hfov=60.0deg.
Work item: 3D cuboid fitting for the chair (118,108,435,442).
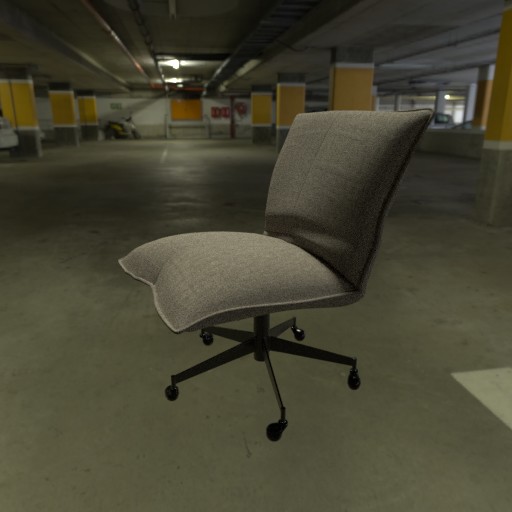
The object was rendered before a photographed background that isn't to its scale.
[{"bbox_3d":[0.000,0.000,1.286,0.696,0.811,0.597,-9,19,-26],"label":"chair"}]
